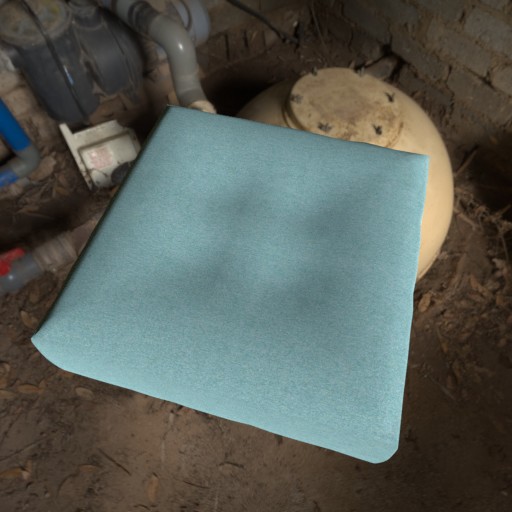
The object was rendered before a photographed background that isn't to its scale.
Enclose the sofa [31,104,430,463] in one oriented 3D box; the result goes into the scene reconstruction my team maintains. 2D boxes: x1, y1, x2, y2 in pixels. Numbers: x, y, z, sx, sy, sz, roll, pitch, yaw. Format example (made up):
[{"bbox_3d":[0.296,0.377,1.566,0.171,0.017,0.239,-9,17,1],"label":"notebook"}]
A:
[{"bbox_3d":[0.000,0.000,1.369,0.930,0.330,0.930,14,60,8],"label":"sofa"}]
